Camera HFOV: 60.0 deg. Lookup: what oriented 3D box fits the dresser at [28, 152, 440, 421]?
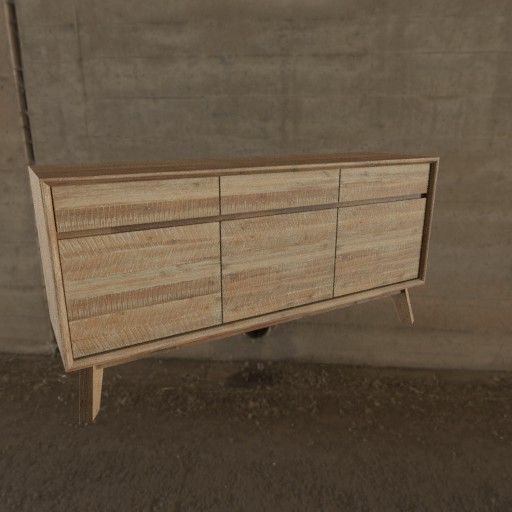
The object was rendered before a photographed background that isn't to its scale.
[{"bbox_3d":[0.000,0.000,1.875,1.602,0.788,0.455,-9,19,-28],"label":"dresser"}]
